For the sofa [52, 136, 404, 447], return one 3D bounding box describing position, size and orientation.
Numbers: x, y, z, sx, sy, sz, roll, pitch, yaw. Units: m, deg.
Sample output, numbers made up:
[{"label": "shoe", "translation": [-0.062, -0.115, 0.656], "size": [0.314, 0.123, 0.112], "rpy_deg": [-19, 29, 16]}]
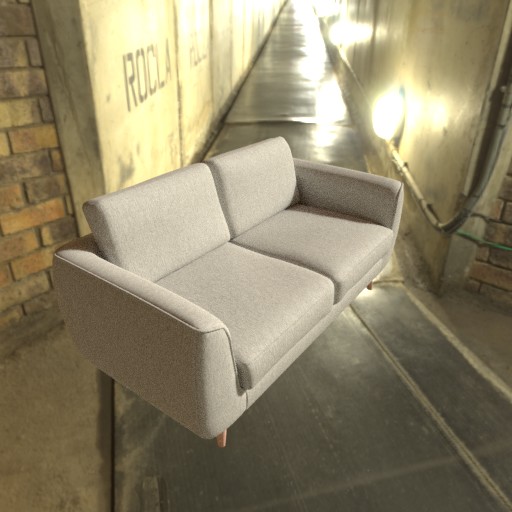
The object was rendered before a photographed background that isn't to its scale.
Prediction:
[{"label": "sofa", "translation": [0.000, 0.000, 2.191], "size": [0.920, 0.850, 1.700], "rpy_deg": [20, 34, 32]}]
